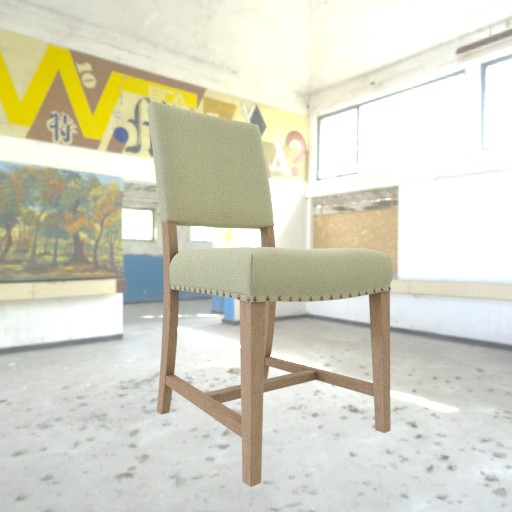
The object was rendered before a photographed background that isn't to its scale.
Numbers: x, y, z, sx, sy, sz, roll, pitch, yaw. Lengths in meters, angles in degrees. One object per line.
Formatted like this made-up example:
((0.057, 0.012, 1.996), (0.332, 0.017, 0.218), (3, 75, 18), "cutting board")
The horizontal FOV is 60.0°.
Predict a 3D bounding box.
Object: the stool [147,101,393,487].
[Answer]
((0.000, 0.000, 1.334), (0.508, 0.986, 0.623), (0, 0, -38), "stool")
